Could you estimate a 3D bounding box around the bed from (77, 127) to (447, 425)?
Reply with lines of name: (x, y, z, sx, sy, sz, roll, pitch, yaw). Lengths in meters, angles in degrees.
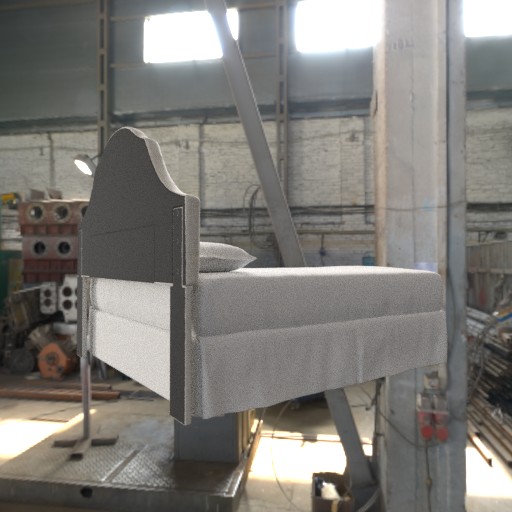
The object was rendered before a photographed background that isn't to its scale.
bed: (0.000, 0.000, 3.496, 2.214, 1.615, 2.008, 1, -1, -36)
